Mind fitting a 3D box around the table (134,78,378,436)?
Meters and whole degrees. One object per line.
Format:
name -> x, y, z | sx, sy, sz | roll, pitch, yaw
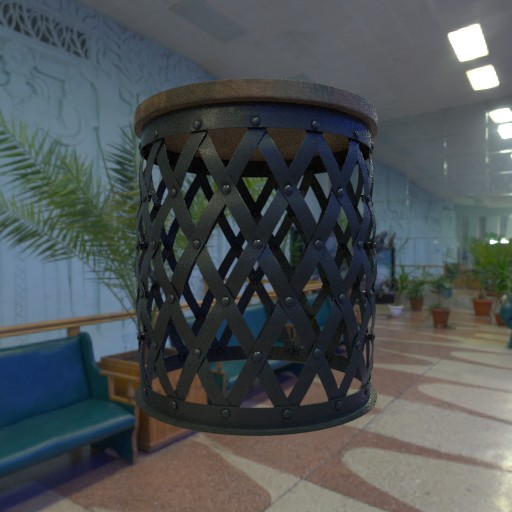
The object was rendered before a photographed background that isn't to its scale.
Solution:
table -> 0.000, 0.000, 0.764 | 0.405, 0.454, 0.405 | 0, 1, 0
